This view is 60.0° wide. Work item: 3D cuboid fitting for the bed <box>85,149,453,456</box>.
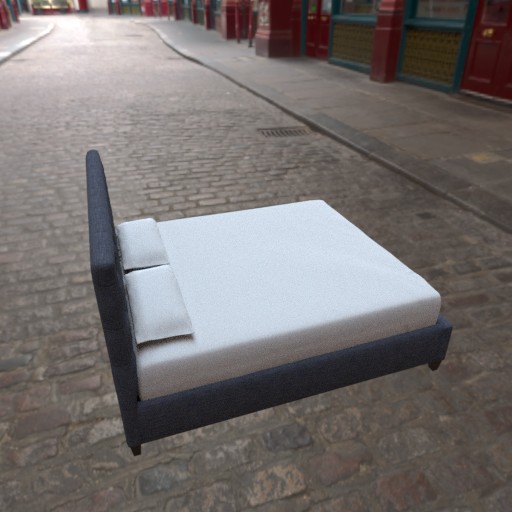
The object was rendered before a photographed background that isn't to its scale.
[{"bbox_3d":[0.000,0.000,3.616,2.387,1.427,2.078,-10,31,-17],"label":"bed"}]
